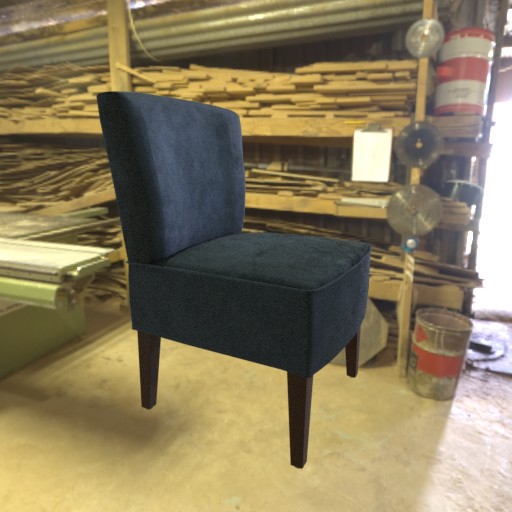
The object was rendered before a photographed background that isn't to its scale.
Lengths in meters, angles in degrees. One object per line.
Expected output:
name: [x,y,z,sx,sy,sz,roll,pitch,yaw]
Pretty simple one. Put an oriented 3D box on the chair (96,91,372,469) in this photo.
chair: [0.000,0.000,1.164,0.551,0.806,0.521,6,15,26]
